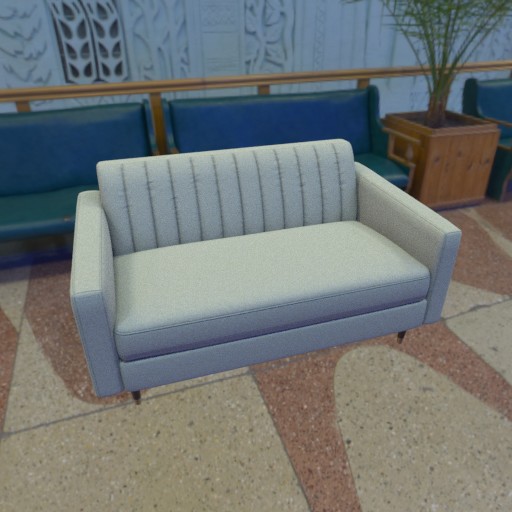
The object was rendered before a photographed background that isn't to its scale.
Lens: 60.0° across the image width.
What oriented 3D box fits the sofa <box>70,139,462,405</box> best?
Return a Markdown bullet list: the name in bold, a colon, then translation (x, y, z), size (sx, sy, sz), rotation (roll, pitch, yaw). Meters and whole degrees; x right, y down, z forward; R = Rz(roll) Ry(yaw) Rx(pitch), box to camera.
- **sofa**: translation (0.000, 0.000, 2.165), size (1.585, 0.801, 0.950), rotation (-9, 32, -15)
